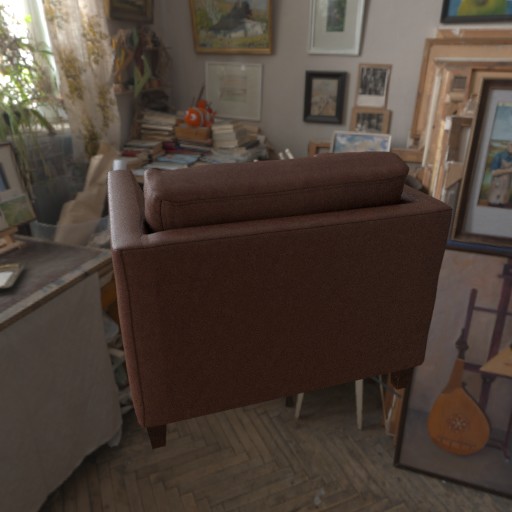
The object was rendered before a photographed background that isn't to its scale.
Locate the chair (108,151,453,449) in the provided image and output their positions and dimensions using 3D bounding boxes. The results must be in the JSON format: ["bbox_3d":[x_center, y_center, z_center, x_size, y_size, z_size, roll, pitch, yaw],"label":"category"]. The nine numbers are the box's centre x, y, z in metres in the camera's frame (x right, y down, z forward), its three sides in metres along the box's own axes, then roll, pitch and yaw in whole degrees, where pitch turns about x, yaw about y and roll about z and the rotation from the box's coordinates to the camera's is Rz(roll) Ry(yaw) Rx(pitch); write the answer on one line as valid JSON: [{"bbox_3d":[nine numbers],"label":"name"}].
[{"bbox_3d":[0.000,0.000,1.825,1.107,0.917,0.959,-8,26,-16],"label":"chair"}]
